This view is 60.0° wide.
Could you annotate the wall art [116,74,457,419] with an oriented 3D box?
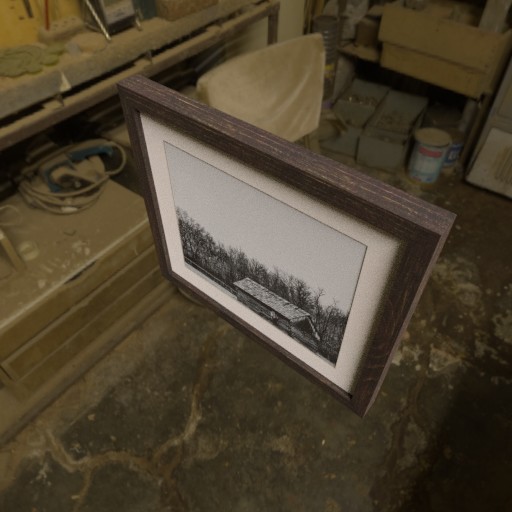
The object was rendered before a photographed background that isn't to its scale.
[{"bbox_3d":[0.000,0.000,0.541,0.381,0.330,0.031,31,54,26],"label":"wall art"}]
